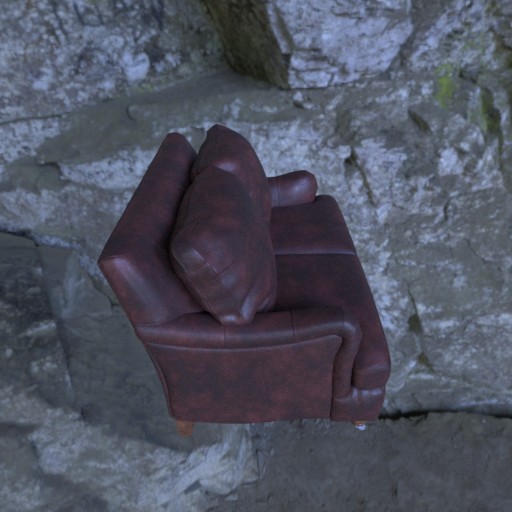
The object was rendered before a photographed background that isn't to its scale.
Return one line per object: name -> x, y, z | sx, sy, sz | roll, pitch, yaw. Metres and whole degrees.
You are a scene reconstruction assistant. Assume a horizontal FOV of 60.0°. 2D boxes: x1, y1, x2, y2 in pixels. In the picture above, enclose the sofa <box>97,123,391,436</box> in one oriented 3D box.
sofa -> 0.000, 0.000, 2.431 | 1.148, 1.070, 1.628 | 0, 32, 0
